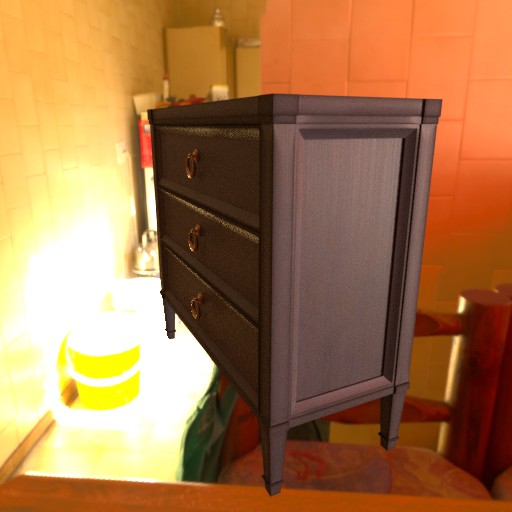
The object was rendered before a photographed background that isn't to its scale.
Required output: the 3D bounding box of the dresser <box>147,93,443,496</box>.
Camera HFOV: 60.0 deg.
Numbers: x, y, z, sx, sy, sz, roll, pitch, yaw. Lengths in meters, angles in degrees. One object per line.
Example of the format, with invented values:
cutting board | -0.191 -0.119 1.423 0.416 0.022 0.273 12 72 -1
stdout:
dresser | 0.000 0.000 1.534 0.463 0.986 1.049 -8 18 -25
